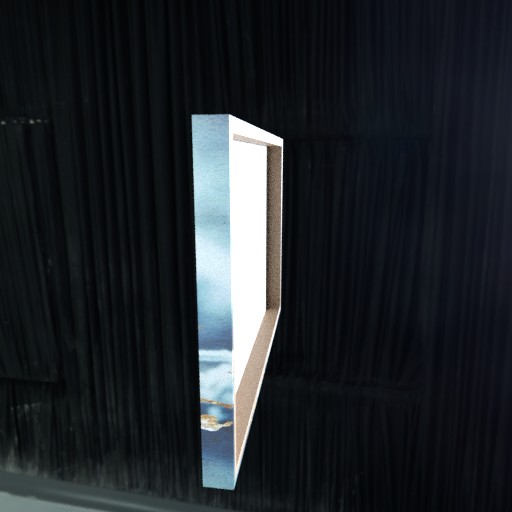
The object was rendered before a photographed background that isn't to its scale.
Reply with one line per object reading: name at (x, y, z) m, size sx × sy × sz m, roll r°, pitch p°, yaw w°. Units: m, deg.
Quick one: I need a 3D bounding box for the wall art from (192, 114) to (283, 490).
wall art at (0.000, 0.000, 0.752) m, size 0.036 × 0.405 × 0.607 m, roll 2°, pitch 13°, yaw 8°
